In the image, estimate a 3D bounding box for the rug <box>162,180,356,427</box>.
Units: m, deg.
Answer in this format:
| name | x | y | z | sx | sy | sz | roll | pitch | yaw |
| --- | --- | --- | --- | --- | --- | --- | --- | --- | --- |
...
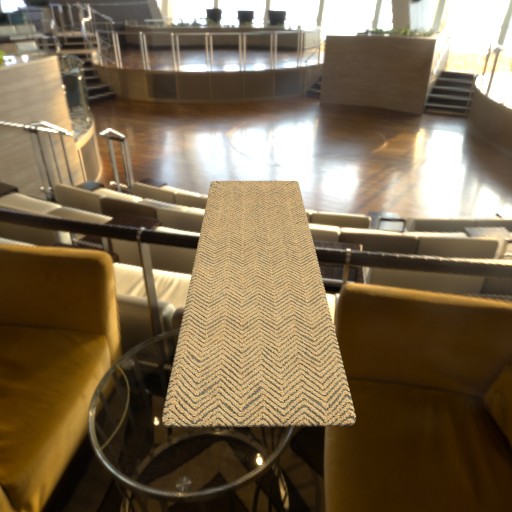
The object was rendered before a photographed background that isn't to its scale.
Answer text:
| name | x | y | z | sx | sy | sz | roll | pitch | yaw |
| --- | --- | --- | --- | --- | --- | --- | --- | --- | --- |
| rug | 0.000 | 0.000 | 2.517 | 0.686 | 0.008 | 2.286 | 0 | 31 | 0 |
